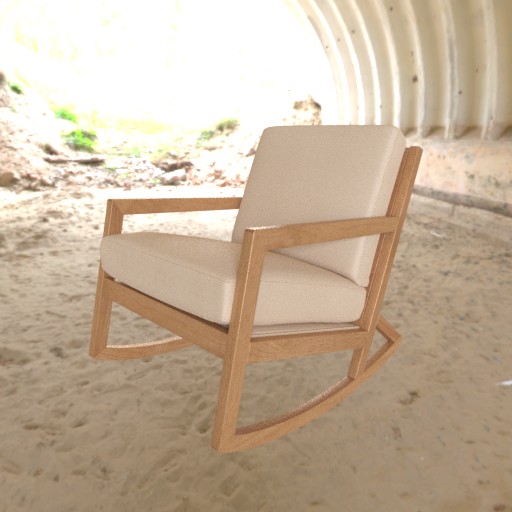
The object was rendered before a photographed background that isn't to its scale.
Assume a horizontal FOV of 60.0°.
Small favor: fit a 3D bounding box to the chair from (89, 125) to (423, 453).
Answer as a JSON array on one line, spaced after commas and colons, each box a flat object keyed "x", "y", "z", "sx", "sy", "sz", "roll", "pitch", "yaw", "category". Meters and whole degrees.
[{"x": 0.000, "y": 0.000, "z": 1.386, "sx": 0.622, "sy": 0.790, "sz": 0.857, "roll": 15, "pitch": 22, "yaw": 43, "category": "chair"}]
